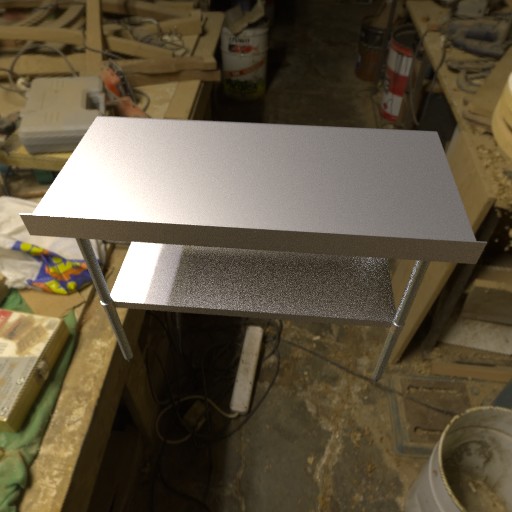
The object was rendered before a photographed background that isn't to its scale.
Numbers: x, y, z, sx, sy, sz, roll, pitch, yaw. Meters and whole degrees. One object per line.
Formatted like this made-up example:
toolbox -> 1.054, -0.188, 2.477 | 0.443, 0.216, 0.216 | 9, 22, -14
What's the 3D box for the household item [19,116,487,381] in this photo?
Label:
household item -> 0.000, 0.000, 1.667 | 1.219, 0.851, 0.610 | 4, 47, 4
